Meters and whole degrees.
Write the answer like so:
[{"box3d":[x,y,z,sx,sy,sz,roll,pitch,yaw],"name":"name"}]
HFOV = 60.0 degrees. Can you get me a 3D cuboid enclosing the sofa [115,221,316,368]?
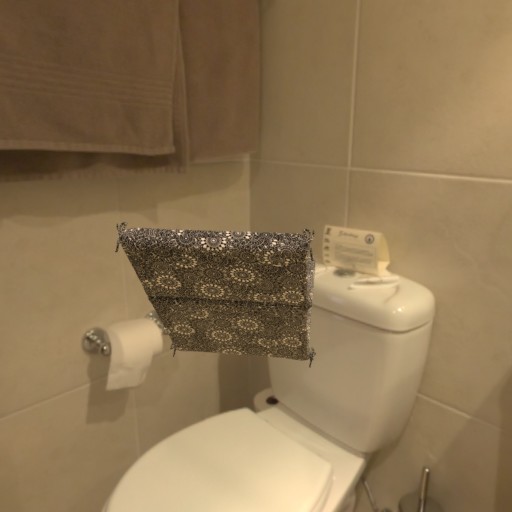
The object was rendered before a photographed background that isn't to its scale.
[{"box3d":[0.000,0.000,2.023,0.582,0.622,1.663,2,17,8],"name":"sofa"}]
